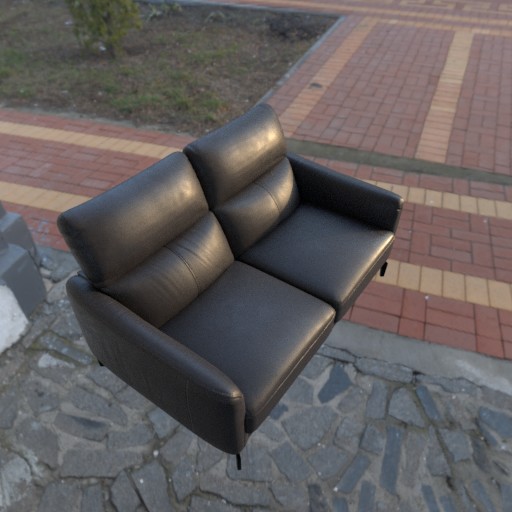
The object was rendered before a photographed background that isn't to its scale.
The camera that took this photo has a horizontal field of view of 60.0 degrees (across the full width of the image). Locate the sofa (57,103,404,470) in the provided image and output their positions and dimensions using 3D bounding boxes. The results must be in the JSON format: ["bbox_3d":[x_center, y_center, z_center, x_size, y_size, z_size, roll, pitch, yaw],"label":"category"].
[{"bbox_3d":[0.000,0.000,2.206,0.958,0.920,1.596,26,47,26],"label":"sofa"}]
